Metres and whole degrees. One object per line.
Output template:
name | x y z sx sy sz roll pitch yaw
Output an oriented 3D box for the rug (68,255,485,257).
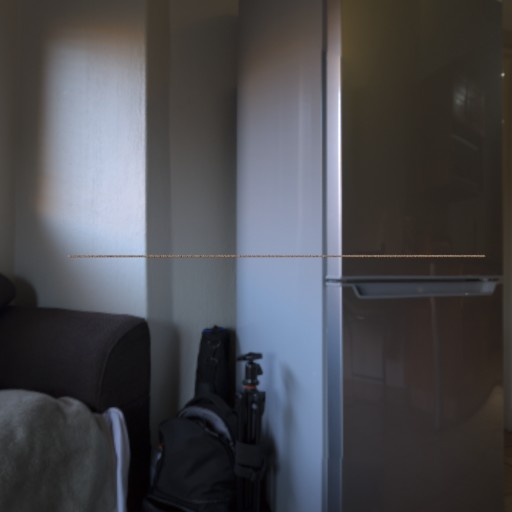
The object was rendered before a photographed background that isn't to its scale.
rug | 0.000 0.000 4.194 3.048 0.013 2.439 0 0 -16
